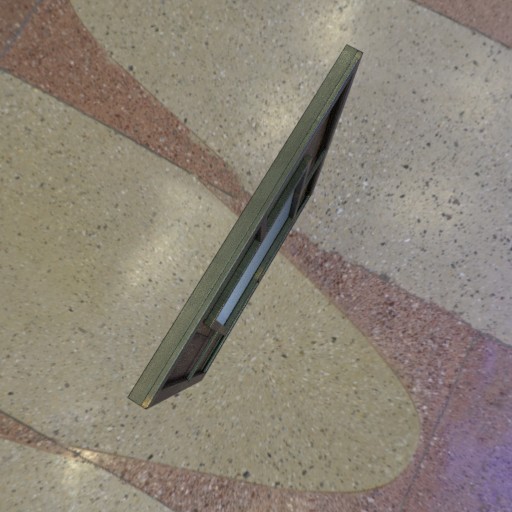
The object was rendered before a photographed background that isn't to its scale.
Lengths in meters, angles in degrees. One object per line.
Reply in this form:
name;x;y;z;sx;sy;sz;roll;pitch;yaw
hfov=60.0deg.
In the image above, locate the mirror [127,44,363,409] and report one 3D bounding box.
mirror;0.000;0.000;0.580;0.020;0.381;0.382;30;79;6
